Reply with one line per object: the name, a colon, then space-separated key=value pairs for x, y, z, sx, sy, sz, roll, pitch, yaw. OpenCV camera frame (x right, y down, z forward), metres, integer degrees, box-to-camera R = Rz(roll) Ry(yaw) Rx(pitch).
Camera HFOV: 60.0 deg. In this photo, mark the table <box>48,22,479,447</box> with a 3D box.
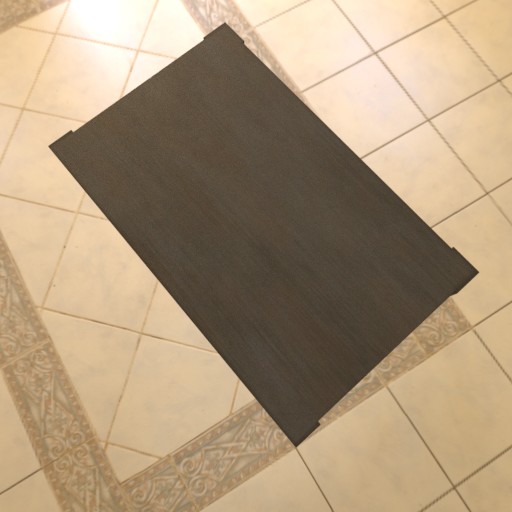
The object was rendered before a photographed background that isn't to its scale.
table: x=0.000 y=0.000 z=1.080 sx=0.413 sy=0.660 sz=0.660 roll=-40 pitch=79 yaw=-10
